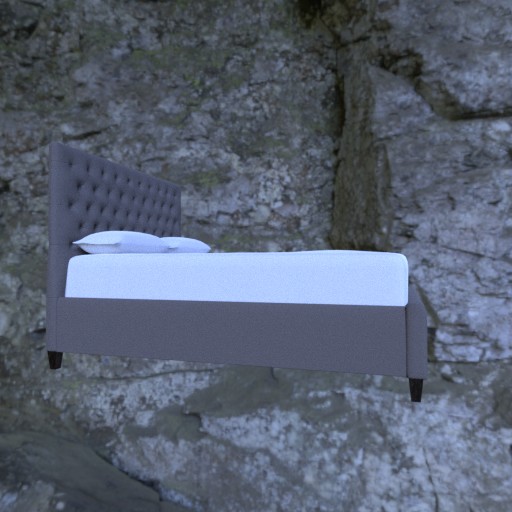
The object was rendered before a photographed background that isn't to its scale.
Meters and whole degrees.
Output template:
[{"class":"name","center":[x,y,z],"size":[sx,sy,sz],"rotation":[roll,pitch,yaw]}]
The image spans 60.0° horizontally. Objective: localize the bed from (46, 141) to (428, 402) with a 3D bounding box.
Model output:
[{"class":"bed","center":[0.000,0.000,3.220],"size":[2.233,1.426,1.696],"rotation":[0,-1,18]}]
